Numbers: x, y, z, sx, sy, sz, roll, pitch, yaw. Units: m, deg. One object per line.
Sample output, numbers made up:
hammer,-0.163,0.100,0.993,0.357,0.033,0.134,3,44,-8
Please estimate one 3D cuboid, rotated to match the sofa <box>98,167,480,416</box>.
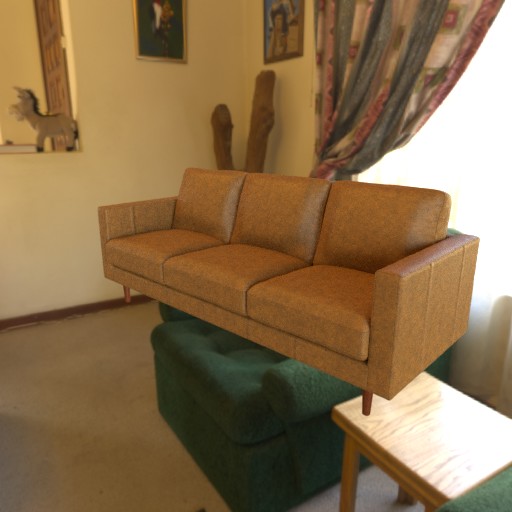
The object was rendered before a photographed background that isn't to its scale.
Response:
sofa,0.000,0.000,2.687,2.231,0.930,0.903,14,21,41
